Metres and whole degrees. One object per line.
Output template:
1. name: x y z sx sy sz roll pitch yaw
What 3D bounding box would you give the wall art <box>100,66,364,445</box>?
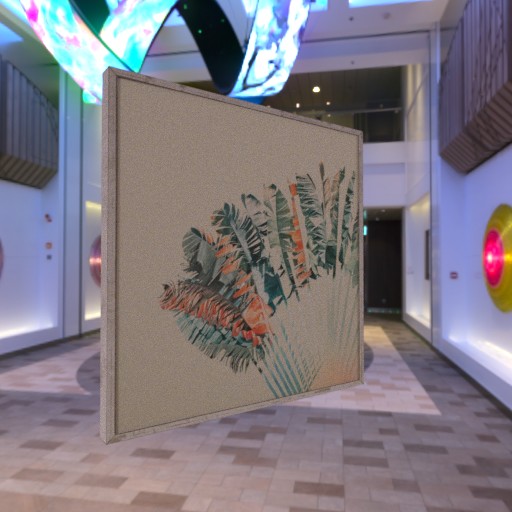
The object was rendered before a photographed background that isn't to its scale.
1. wall art: 0.000 0.000 0.751 0.508 0.506 0.029 1 -1 -36
